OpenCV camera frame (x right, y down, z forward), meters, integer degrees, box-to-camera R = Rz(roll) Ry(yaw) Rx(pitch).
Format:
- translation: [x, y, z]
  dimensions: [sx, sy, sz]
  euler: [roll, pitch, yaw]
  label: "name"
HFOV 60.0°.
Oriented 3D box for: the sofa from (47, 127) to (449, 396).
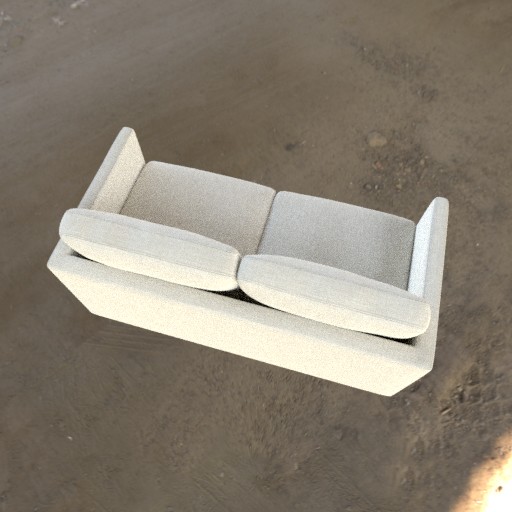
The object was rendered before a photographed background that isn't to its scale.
- translation: [0.000, 0.000, 2.439]
  dimensions: [1.838, 0.963, 0.950]
  euler: [14, 64, 7]
  label: "sofa"
